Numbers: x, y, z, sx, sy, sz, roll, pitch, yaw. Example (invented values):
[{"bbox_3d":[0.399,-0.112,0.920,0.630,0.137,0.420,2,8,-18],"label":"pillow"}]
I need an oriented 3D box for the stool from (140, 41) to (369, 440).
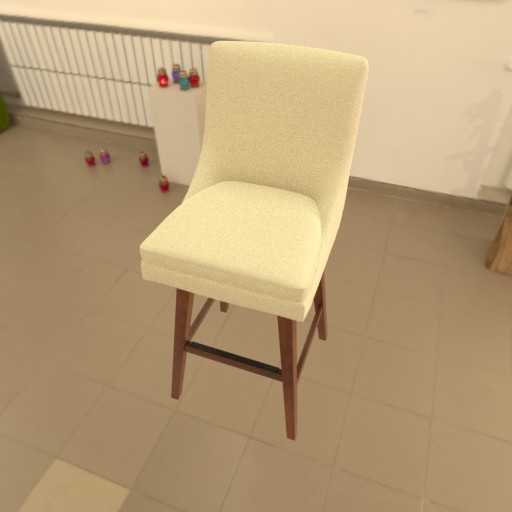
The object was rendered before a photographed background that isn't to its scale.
[{"bbox_3d":[0.000,0.000,1.381,0.470,1.097,0.559,14,43,15],"label":"stool"}]
